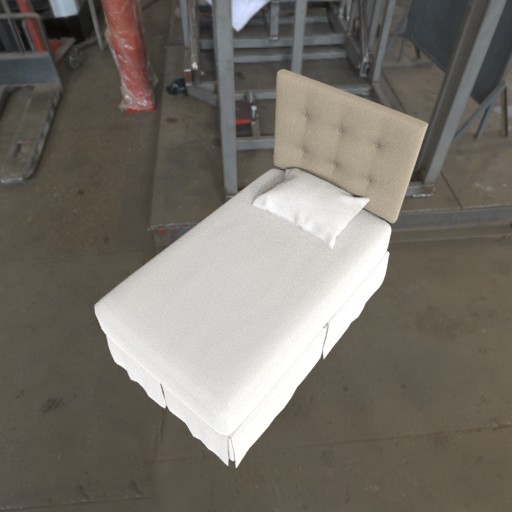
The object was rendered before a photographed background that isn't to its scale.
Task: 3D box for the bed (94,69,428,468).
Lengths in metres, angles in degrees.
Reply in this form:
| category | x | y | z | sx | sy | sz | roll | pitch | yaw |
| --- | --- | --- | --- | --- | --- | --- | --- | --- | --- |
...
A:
| category | x | y | z | sx | sy | sz | roll | pitch | yaw |
| --- | --- | --- | --- | --- | --- | --- | --- | --- | --- |
| bed | 0.000 | 0.000 | 3.031 | 1.261 | 1.571 | 1.997 | 32 | 56 | 25 |
